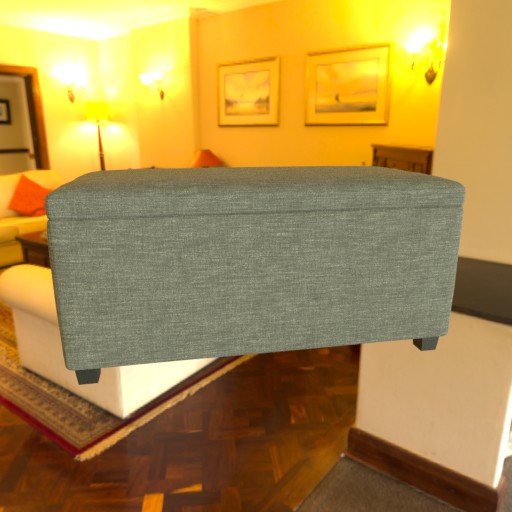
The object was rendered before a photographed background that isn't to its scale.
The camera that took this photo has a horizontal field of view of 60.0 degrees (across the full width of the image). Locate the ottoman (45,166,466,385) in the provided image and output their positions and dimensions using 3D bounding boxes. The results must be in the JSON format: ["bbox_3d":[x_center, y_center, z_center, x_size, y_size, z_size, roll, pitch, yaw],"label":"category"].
[{"bbox_3d":[0.000,0.000,1.135,0.902,0.432,0.419,-3,16,-10],"label":"ottoman"}]
